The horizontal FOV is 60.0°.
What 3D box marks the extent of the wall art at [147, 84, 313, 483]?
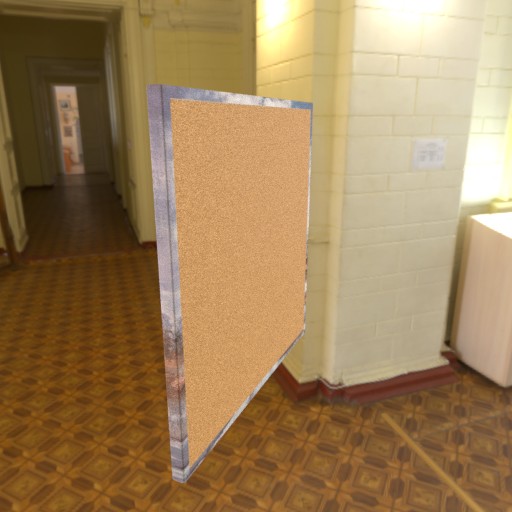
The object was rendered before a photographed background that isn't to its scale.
[{"bbox_3d":[0.000,0.000,1.506,0.040,1.020,1.010,8,18,24],"label":"wall art"}]
